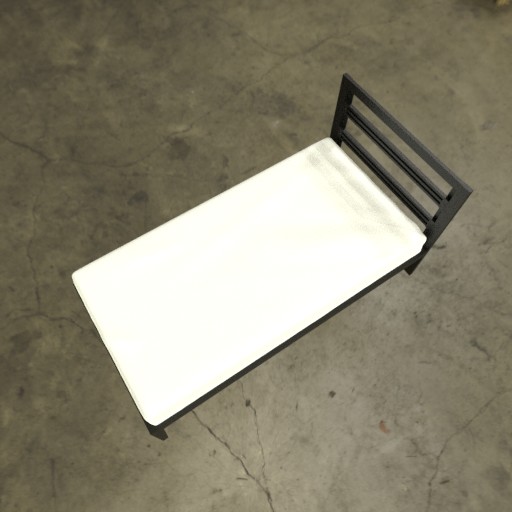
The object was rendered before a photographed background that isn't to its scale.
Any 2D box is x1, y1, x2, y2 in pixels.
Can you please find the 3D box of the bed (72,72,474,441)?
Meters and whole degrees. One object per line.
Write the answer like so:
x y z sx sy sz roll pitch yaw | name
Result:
0.000 0.000 2.550 1.930 0.967 0.991 -30 67 -15 | bed
